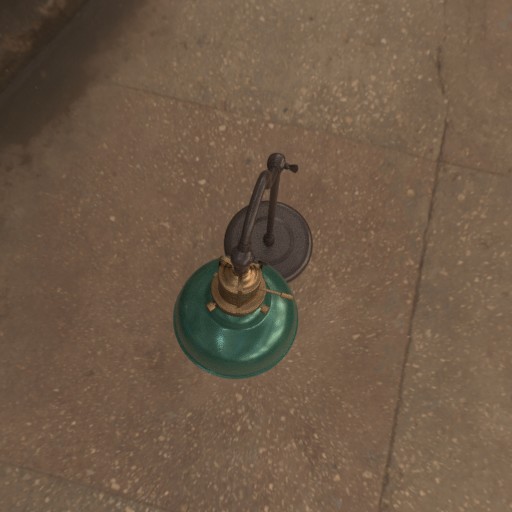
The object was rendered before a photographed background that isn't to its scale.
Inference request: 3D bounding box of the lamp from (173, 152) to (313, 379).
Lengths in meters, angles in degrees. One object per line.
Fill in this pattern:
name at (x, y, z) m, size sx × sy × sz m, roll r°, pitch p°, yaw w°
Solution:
lamp at (0.000, 0.000, 0.690) m, size 0.192 × 0.508 × 0.374 m, roll 16°, pitch 77°, yaw 4°
